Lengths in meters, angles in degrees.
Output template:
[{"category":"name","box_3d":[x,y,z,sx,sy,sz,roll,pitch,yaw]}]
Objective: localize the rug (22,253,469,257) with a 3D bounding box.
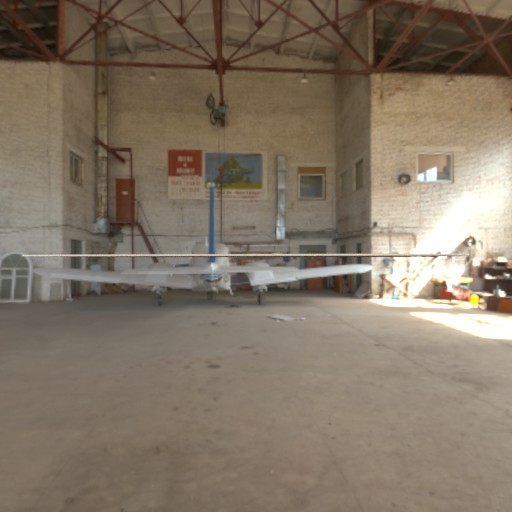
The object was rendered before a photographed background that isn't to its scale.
[{"category":"rug","box_3d":[0.000,0.000,2.313,1.828,0.007,1.220,0,0,16]}]
